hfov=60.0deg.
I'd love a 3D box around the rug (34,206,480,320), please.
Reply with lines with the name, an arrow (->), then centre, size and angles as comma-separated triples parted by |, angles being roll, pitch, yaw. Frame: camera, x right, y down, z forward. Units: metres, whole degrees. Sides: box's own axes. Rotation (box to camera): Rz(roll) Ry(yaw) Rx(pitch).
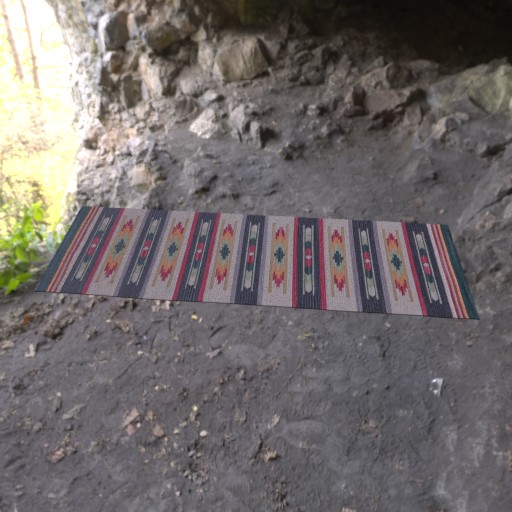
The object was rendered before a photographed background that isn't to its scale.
rug -> 0.000, 0.000, 2.680 | 2.440, 0.009, 0.760 | 3, 46, 3
